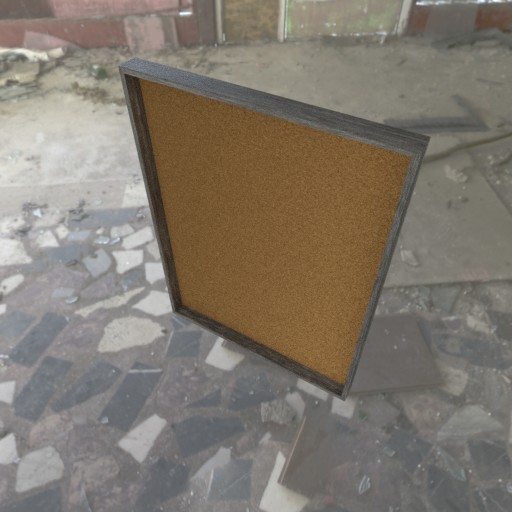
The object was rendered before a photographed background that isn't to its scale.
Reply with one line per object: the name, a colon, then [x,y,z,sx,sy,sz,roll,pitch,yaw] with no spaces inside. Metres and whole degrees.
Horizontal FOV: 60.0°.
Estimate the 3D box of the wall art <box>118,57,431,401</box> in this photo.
wall art: [0.000,0.000,1.352,0.762,1.016,0.063,23,50,21]
